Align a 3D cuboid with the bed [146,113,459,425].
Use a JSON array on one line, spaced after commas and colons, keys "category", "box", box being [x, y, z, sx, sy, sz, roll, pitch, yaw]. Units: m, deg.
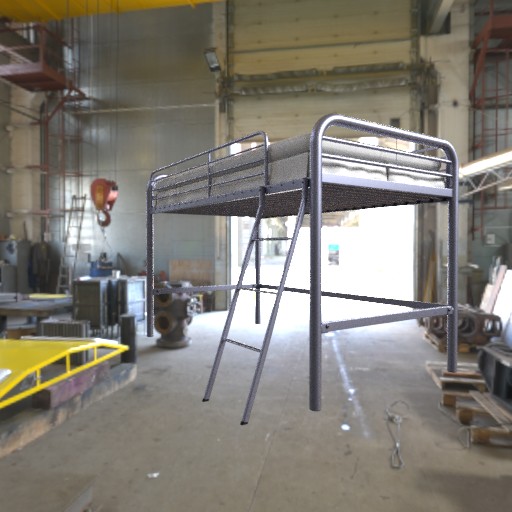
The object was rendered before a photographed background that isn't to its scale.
[{"category": "bed", "box": [0.000, 0.000, 2.885, 1.415, 1.288, 1.965, -1, 1, -35]}]
